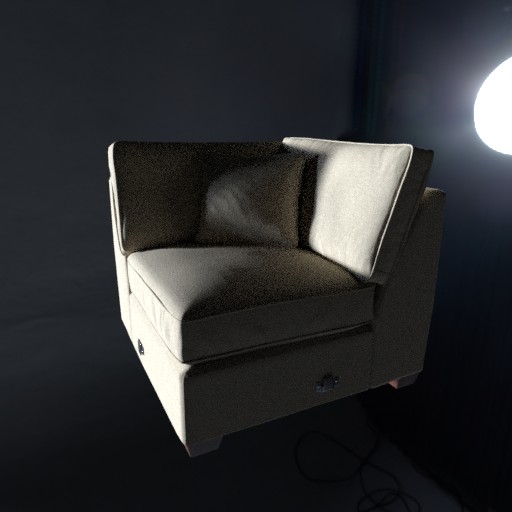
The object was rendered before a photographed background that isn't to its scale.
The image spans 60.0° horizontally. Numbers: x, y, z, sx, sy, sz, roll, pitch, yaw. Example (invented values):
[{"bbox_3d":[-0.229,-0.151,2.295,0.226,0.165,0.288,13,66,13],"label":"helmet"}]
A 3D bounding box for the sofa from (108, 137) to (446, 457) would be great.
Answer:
[{"bbox_3d":[0.000,0.000,1.971,1.084,1.002,1.146,-8,18,-26],"label":"sofa"}]
